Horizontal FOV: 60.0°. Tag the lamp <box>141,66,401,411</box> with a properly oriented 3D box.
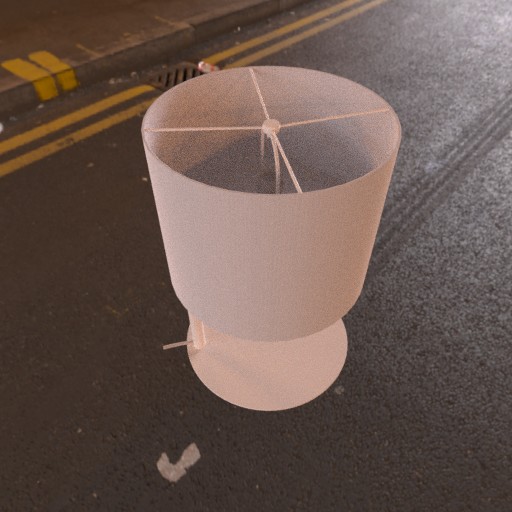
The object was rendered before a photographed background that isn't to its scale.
[{"bbox_3d":[0.000,0.000,0.678,0.341,0.454,0.299,-7,46,-7],"label":"lamp"}]
